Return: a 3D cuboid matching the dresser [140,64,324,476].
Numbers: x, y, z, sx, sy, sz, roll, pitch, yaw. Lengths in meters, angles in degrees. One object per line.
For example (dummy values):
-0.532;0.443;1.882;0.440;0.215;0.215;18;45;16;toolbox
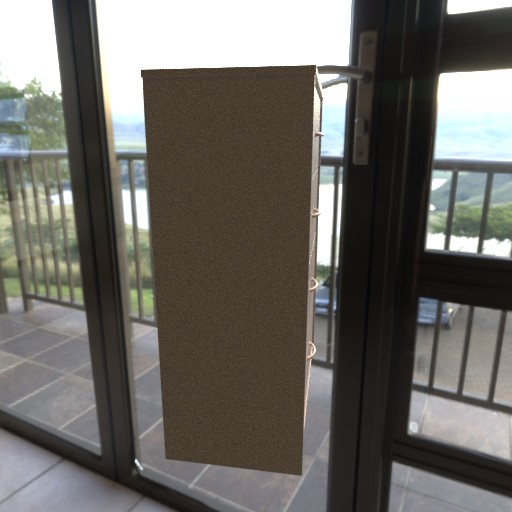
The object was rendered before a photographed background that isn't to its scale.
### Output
0.000;0.000;1.412;0.401;1.021;0.704;3;15;9;dresser
